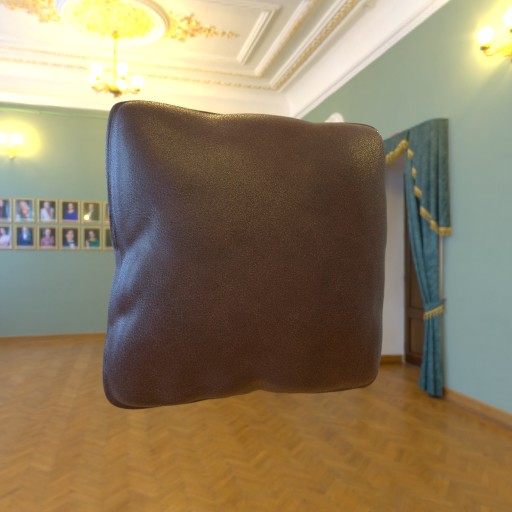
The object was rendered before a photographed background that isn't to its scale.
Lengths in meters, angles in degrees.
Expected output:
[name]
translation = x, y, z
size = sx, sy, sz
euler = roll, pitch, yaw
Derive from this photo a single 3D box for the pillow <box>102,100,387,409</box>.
[pillow]
translation = 0.000, 0.000, 0.813
size = 0.532, 0.523, 0.236
euler = 0, 0, -18
